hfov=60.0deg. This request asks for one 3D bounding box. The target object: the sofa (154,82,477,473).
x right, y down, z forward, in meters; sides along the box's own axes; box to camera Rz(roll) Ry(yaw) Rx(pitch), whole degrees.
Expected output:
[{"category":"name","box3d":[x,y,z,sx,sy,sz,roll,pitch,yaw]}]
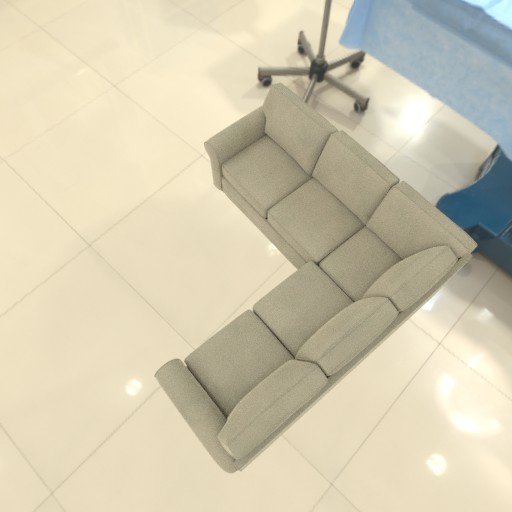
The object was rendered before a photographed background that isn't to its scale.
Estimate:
[{"category":"sofa","box3d":[0.000,0.000,3.922,2.562,1.053,2.487,-37,69,-16]}]
